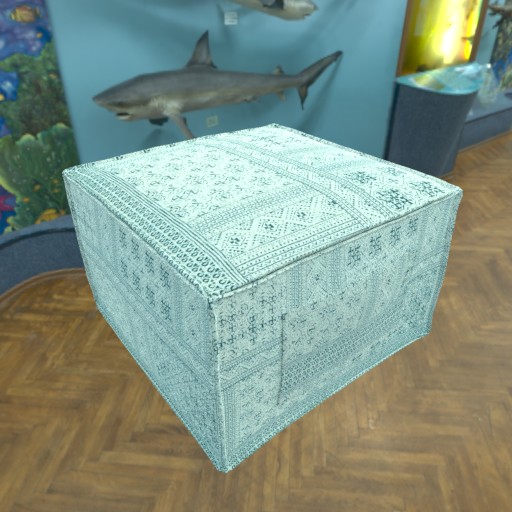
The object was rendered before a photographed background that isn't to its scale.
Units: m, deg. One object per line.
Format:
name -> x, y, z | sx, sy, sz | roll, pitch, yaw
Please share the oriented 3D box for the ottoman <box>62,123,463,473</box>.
ottoman -> 0.000, 0.000, 1.024 | 0.617, 0.439, 0.626 | -22, 38, -31
